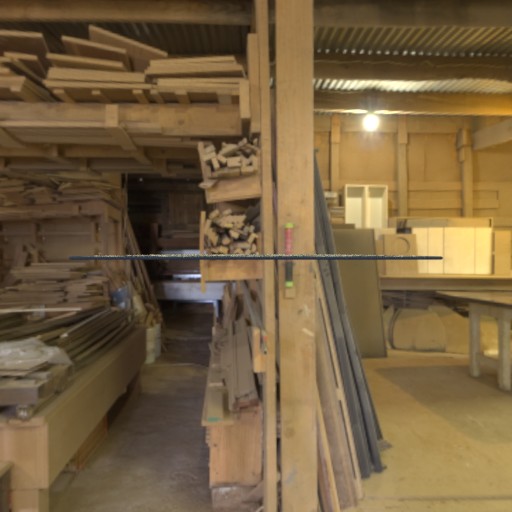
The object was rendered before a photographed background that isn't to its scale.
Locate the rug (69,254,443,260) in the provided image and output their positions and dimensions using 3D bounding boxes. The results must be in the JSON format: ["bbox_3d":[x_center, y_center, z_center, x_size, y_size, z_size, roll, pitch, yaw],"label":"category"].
[{"bbox_3d":[0.000,0.000,2.932,1.528,0.014,2.294,0,0,0],"label":"rug"}]
